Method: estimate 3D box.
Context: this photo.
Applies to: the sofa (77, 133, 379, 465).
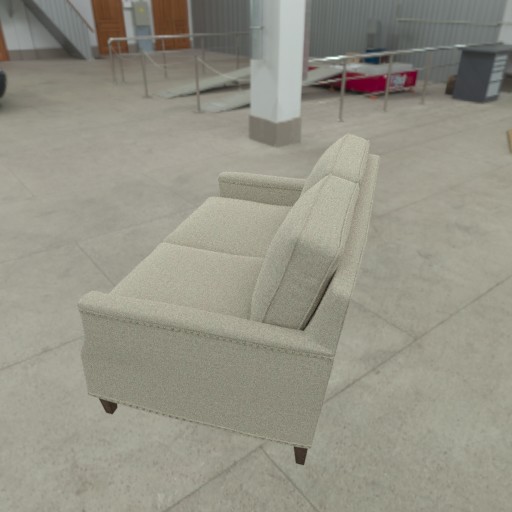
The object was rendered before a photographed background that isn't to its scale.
[{"bbox_3d":[0.000,0.000,2.272,1.084,1.003,1.597,9,31,15],"label":"sofa"}]
